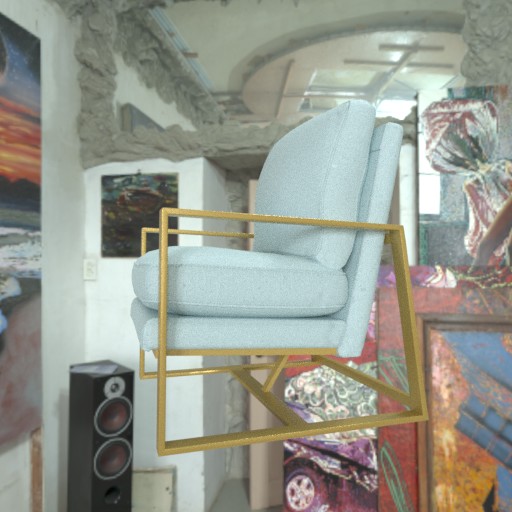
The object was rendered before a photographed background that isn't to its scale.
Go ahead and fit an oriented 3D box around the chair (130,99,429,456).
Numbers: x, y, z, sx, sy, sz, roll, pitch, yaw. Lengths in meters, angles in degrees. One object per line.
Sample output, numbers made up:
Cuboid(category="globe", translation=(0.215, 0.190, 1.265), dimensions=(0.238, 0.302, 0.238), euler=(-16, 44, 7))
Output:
Cuboid(category="chair", translation=(0.000, 0.000, 1.523), dimensions=(0.813, 0.956, 0.758), euler=(0, 0, -18))
